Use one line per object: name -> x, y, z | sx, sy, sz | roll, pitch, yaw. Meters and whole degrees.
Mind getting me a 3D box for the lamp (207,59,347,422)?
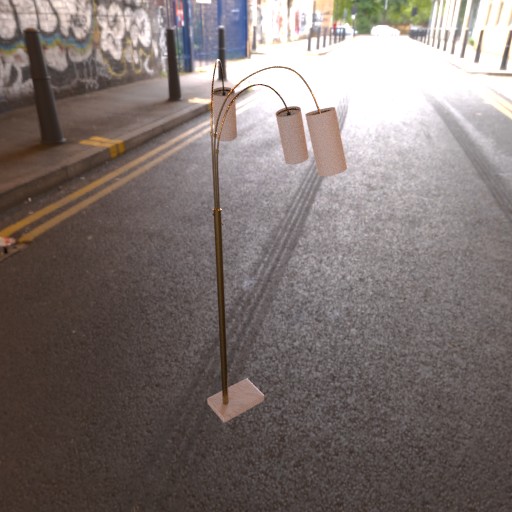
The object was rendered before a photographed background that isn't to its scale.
lamp -> 0.000, 0.000, 2.553 | 0.667, 2.055, 1.020 | -19, 33, -32
